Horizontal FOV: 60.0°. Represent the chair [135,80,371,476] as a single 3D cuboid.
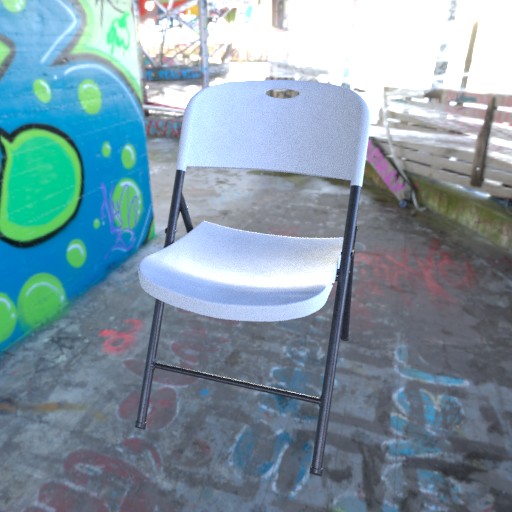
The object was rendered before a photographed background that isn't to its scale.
[{"bbox_3d":[0.000,0.000,1.150,0.494,0.810,0.566,8,27,15],"label":"chair"}]
